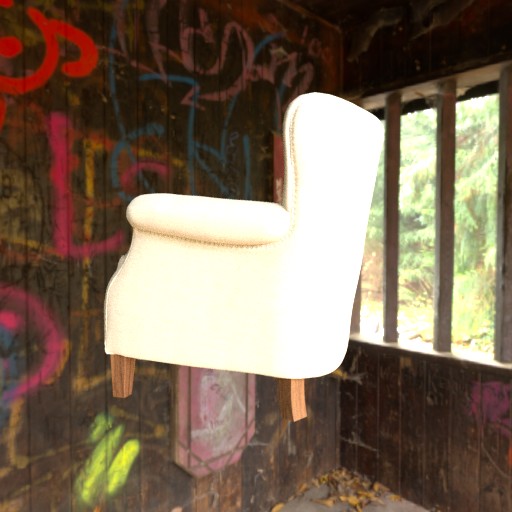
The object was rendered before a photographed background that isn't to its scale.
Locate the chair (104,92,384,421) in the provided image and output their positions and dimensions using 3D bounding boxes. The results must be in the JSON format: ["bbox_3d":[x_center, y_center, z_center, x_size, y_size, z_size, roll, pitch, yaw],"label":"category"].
[{"bbox_3d":[0.000,0.000,1.668,0.921,0.936,0.861,1,2,18],"label":"chair"}]
